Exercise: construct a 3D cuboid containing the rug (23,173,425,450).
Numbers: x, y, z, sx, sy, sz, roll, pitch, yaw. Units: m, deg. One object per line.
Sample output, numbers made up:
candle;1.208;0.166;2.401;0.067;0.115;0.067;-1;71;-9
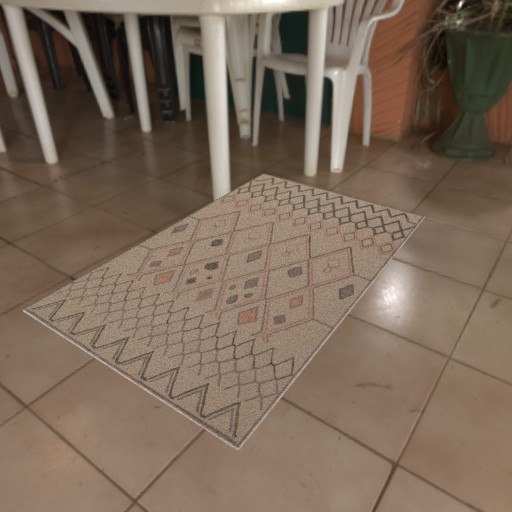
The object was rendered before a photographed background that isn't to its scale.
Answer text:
rug;0.000;0.000;2.981;1.524;0.015;2.438;21;38;29
